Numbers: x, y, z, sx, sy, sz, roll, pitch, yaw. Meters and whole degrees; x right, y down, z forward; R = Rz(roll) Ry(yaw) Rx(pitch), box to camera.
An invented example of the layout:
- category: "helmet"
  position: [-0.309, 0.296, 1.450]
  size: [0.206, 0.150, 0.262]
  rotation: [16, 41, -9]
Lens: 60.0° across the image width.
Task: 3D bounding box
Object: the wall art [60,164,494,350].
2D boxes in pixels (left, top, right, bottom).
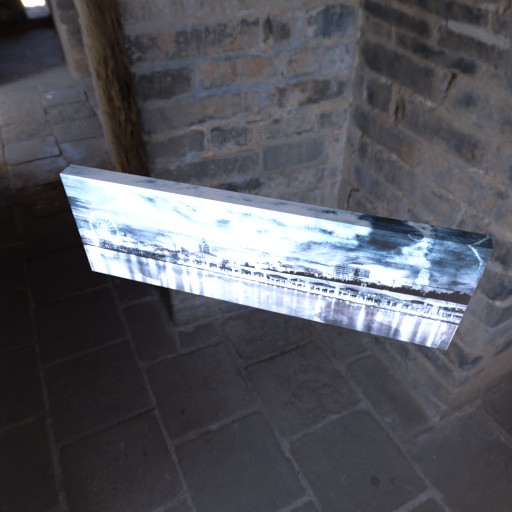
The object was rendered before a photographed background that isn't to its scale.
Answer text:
- category: "wall art"
  position: [0.000, 0.000, 0.846]
  size: [0.759, 0.251, 0.037]
  rotation: [11, 43, 12]
